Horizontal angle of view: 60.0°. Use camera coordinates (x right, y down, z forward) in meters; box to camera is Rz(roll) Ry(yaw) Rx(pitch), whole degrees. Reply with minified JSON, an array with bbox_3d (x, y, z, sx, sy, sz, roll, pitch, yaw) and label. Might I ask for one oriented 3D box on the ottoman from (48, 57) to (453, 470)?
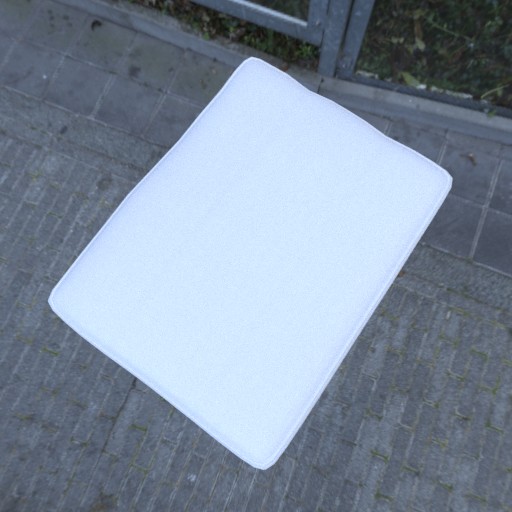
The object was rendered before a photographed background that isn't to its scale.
[{"bbox_3d":[0.000,0.000,1.197,0.634,0.479,0.818,34,78,9],"label":"ottoman"}]
